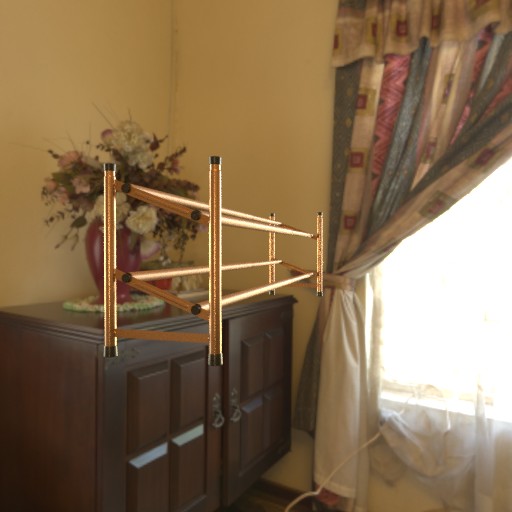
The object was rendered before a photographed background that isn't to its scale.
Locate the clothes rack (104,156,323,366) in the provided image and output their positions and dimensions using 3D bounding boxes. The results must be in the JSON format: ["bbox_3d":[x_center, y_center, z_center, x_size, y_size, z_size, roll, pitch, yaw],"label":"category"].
[{"bbox_3d":[0.000,0.000,1.321,0.229,0.349,1.168,0,1,17],"label":"clothes rack"}]
